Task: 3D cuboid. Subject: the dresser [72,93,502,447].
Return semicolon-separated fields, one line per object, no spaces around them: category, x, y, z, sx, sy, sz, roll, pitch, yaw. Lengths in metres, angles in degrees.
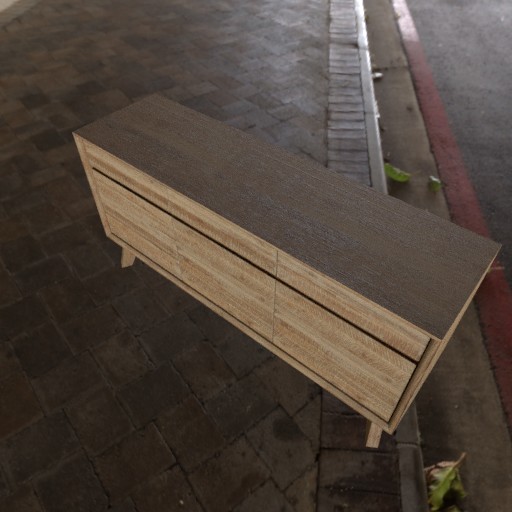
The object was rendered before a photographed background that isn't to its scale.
dresser;0.000;0.000;1.888;1.602;0.788;0.455;31;53;26
